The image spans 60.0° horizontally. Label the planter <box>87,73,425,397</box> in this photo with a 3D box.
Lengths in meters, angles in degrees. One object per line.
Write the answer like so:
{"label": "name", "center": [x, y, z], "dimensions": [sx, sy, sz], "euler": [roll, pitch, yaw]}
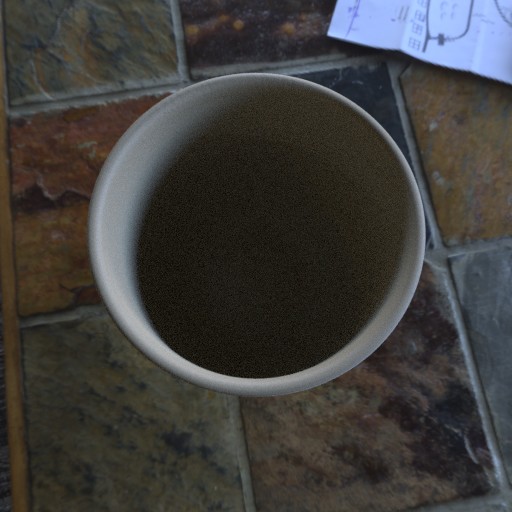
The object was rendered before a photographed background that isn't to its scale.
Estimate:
{"label": "planter", "center": [0.000, 0.000, 0.295], "dimensions": [0.170, 0.152, 0.170], "euler": [0, 76, 0]}
